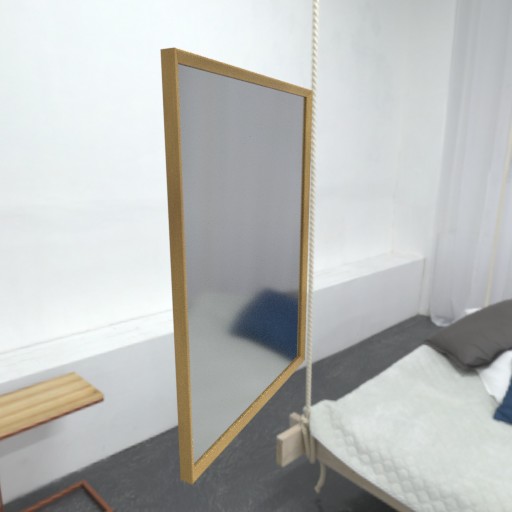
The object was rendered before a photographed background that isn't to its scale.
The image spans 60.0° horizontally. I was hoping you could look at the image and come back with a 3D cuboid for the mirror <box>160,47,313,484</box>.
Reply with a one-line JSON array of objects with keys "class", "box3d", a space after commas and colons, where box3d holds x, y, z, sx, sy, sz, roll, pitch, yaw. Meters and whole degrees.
[{"class": "mirror", "box3d": [0.000, 0.000, 1.331, 0.041, 1.016, 0.762, 7, 15, 27]}]
